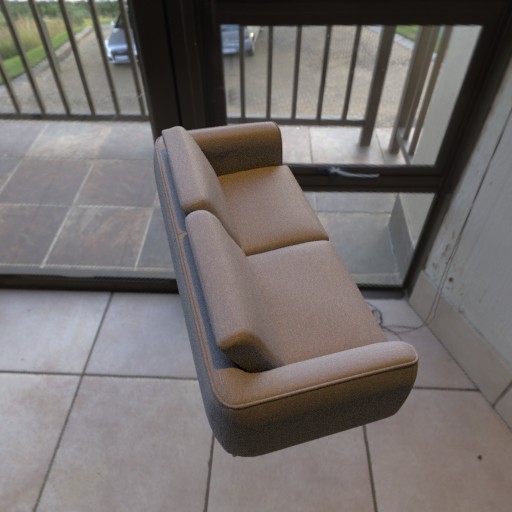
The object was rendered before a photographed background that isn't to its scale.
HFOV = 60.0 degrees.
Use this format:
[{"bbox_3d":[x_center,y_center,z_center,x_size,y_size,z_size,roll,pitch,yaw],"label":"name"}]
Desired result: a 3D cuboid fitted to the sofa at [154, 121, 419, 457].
[{"bbox_3d":[0.000,0.000,2.544,0.920,0.870,2.000,-12,48,-11],"label":"sofa"}]
